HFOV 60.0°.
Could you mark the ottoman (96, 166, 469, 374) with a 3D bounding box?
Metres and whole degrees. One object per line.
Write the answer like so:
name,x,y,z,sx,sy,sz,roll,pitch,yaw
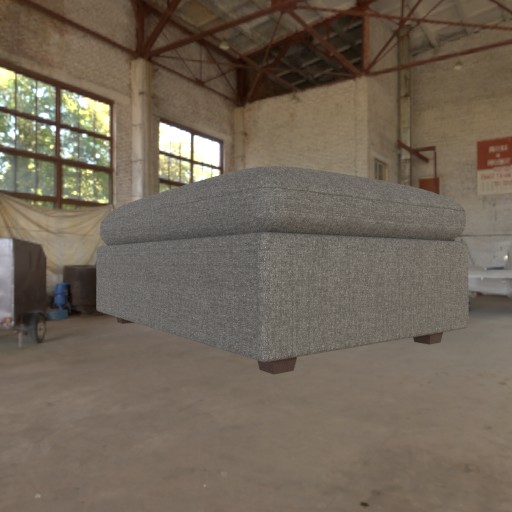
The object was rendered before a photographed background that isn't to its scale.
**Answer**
ottoman,0.000,0.000,1.426,0.711,0.483,1.041,0,-1,-36
